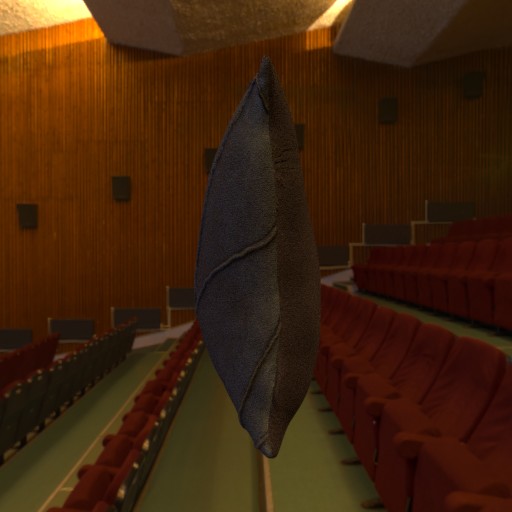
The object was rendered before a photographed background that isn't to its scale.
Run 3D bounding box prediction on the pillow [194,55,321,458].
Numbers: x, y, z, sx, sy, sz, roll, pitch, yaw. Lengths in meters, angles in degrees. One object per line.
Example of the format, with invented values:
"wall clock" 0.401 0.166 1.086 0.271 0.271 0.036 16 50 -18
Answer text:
"pillow" 0.000 0.000 0.681 0.183 0.440 0.439 0 1 -2
